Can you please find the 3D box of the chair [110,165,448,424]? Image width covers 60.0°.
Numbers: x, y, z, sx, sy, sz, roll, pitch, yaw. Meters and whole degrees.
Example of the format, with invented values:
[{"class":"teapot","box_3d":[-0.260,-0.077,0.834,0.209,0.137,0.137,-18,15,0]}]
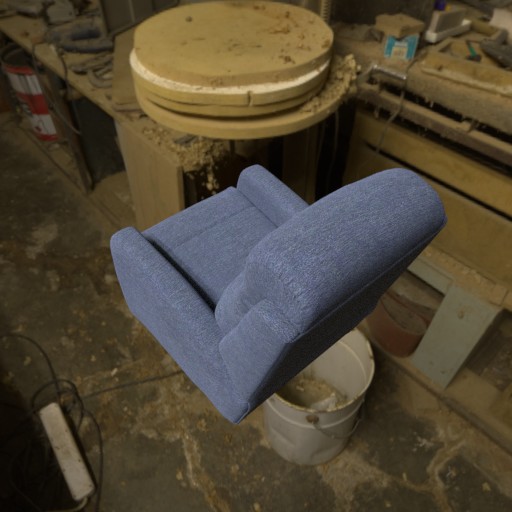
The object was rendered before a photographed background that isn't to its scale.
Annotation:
[{"class":"chair","box_3d":[0.000,0.000,1.679,0.798,1.013,1.043,-32,54,-27]}]
